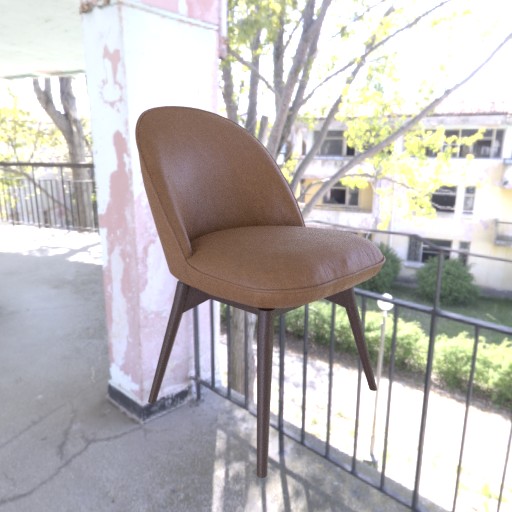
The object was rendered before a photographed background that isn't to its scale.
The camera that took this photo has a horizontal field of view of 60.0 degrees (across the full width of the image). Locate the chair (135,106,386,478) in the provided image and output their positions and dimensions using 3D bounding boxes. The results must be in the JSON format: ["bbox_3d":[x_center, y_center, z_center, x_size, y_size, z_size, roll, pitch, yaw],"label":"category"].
[{"bbox_3d":[0.000,0.000,1.236,0.631,0.831,0.521,13,18,42],"label":"chair"}]
